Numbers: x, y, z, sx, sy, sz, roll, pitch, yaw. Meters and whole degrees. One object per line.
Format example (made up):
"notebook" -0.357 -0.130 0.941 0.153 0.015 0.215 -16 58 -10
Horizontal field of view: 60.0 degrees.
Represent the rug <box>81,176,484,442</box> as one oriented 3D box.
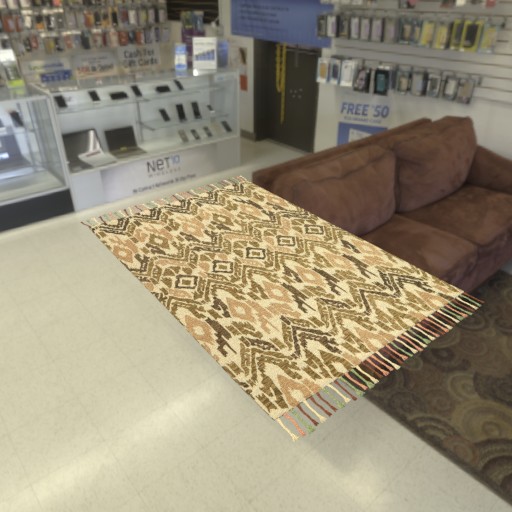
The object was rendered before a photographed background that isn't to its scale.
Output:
"rug" 0.000 0.000 2.978 1.524 0.008 2.438 -23 39 -31
